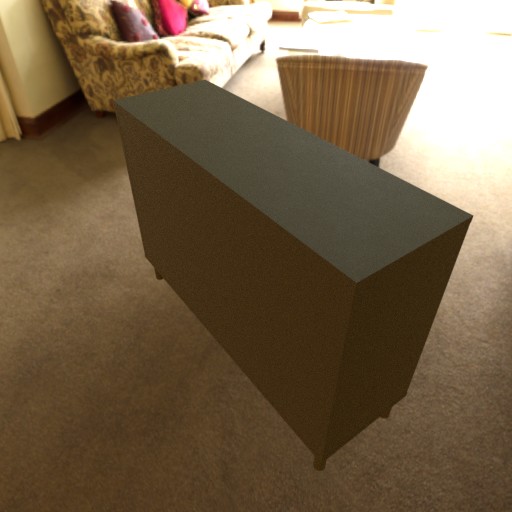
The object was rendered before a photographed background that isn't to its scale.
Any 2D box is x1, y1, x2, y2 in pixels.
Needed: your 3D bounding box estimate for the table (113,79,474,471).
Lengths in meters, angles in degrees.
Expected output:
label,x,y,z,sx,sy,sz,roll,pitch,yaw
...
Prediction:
label,x,y,z,sx,sy,sz,roll,pitch,yaw
table,0.000,0.000,1.591,0.400,0.855,1.200,-25,46,-27
